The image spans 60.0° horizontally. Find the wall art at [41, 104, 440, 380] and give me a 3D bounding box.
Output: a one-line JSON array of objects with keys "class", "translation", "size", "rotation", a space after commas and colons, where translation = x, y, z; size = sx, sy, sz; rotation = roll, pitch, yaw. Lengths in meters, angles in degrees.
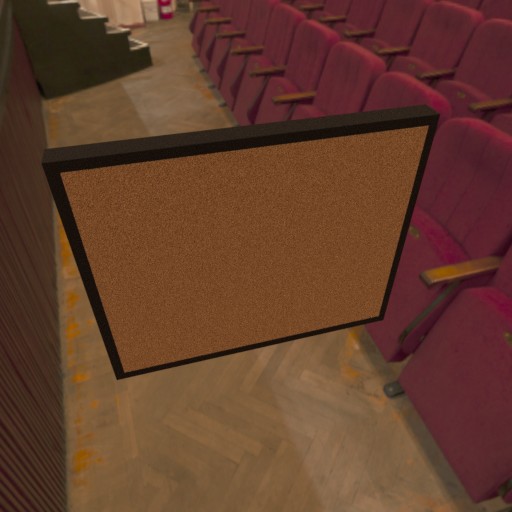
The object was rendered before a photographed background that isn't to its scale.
[{"class": "wall art", "translation": [0.000, 0.000, 0.543], "size": [0.397, 0.325, 0.028], "rotation": [-10, 41, -12]}]
